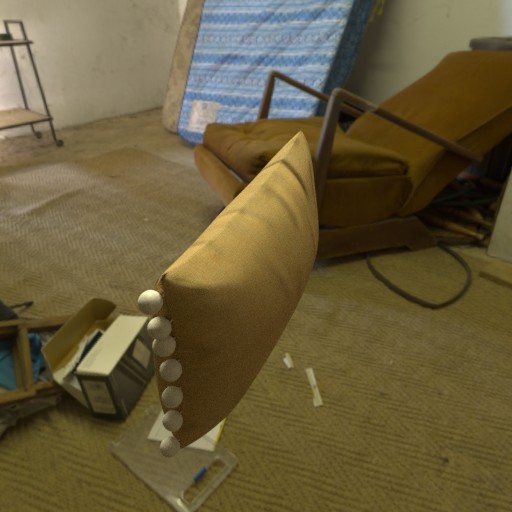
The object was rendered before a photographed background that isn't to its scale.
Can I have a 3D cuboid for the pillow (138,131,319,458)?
[{"bbox_3d":[0.000,0.000,0.849,0.201,0.322,0.709,10,31,17],"label":"pillow"}]
